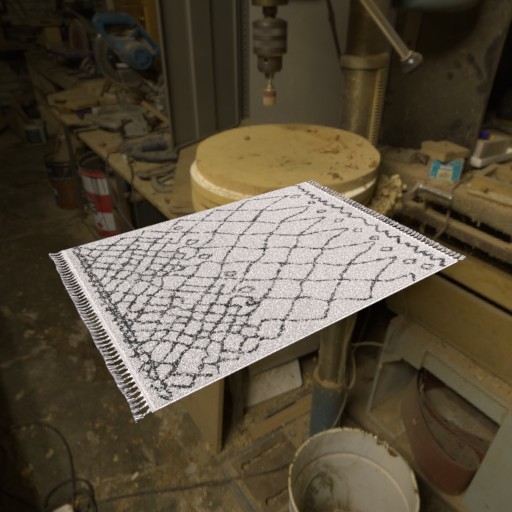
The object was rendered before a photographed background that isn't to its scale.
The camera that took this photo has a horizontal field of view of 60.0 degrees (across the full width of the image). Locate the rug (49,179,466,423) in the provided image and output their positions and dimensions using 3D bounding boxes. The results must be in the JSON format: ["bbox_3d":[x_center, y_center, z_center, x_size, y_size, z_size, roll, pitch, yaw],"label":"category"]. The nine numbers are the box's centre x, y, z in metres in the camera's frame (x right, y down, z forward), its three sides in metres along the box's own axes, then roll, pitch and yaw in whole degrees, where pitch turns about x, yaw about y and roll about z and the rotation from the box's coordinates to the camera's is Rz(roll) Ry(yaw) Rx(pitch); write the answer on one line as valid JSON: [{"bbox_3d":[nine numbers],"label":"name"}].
[{"bbox_3d":[0.000,0.000,2.987,2.312,0.017,1.613,-20,37,-28],"label":"rug"}]
